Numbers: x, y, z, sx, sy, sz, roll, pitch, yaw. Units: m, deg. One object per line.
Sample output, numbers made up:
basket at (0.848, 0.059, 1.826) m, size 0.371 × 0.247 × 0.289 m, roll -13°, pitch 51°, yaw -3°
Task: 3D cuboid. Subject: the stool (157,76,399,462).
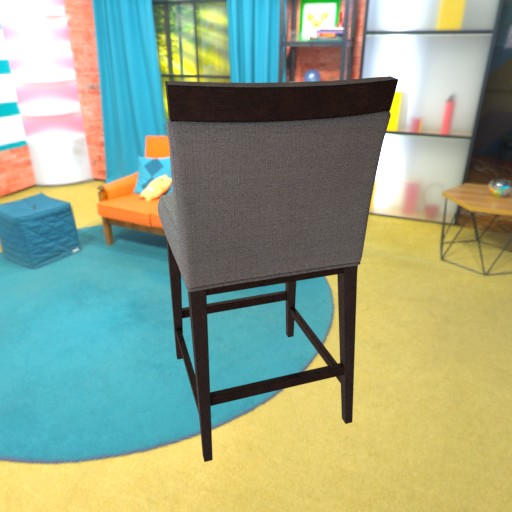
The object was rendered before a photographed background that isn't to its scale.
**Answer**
stool at (0.000, 0.000, 1.319) m, size 0.512 × 1.009 × 0.531 m, roll -8°, pitch 27°, yaw -16°
